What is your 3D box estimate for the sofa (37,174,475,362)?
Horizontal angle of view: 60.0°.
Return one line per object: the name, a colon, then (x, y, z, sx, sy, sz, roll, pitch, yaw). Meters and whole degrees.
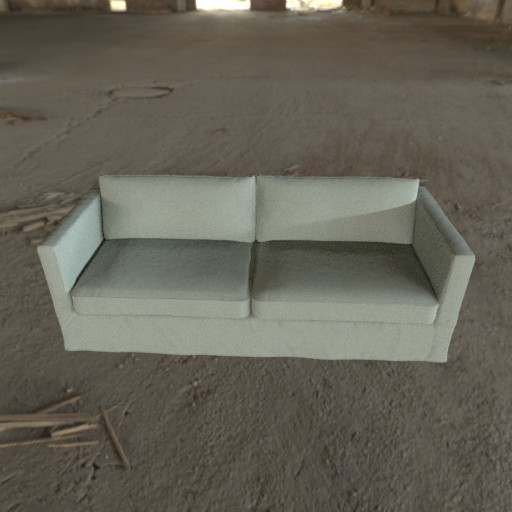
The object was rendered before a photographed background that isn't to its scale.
sofa: (0.000, 0.000, 2.811, 2.312, 0.853, 0.962, 1, 32, 2)
